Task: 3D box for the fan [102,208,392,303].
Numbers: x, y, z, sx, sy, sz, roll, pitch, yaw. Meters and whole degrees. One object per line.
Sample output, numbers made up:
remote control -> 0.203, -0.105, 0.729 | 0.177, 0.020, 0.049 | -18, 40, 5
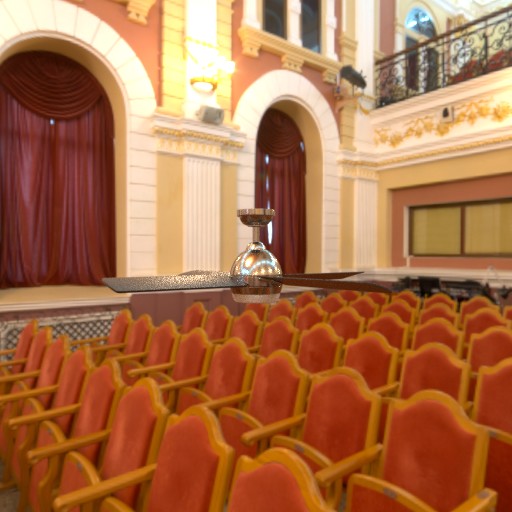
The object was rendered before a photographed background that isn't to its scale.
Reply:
fan -> 0.000, 0.000, 1.965 | 1.332, 0.403, 1.332 | 0, 0, -38
